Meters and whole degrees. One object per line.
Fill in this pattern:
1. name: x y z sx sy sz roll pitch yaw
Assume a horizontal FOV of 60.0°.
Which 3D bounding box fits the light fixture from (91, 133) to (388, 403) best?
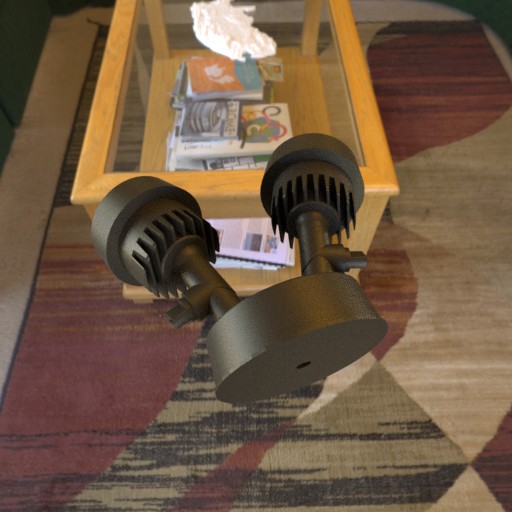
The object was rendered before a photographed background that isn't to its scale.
1. light fixture: 0.000 0.000 0.308 0.213 0.120 0.168 -17 60 -10
